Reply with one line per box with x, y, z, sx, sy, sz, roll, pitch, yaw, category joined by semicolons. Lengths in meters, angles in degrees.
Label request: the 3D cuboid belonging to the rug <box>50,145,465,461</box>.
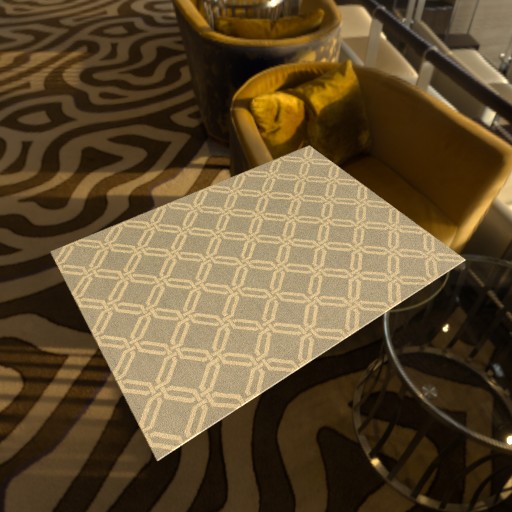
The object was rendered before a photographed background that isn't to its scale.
0.000;0.000;4.425;3.353;0.013;2.438;-27;53;-23;rug
